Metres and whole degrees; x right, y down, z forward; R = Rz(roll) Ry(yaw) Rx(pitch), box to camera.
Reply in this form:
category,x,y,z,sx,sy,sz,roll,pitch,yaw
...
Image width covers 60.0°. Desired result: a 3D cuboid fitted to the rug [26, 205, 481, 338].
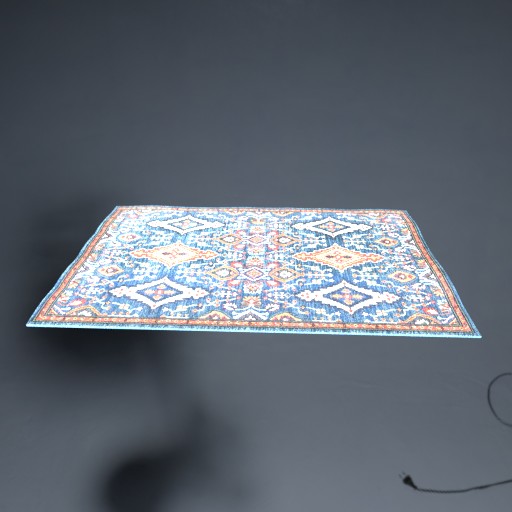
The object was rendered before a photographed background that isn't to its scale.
category,x,y,z,sx,sy,sz,roll,pitch,yaw
rug,0.000,0.000,2.289,1.847,0.014,1.195,1,31,2
